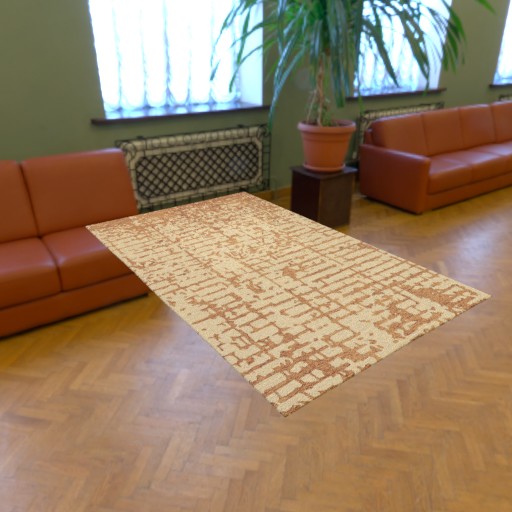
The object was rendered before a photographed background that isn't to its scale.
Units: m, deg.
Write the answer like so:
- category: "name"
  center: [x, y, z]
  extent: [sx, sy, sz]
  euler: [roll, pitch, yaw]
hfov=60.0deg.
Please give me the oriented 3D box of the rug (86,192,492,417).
- category: "rug"
  center: [0.000, 0.000, 2.982]
  extent: [1.517, 0.011, 2.435]
  euler: [-18, 31, -32]
